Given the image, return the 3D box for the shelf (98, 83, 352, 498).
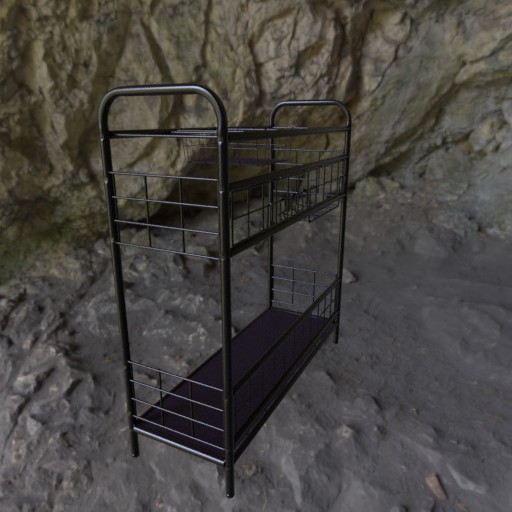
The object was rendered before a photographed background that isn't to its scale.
[{"bbox_3d":[0.000,0.000,1.494,0.350,1.026,0.961,9,19,26],"label":"shelf"}]
